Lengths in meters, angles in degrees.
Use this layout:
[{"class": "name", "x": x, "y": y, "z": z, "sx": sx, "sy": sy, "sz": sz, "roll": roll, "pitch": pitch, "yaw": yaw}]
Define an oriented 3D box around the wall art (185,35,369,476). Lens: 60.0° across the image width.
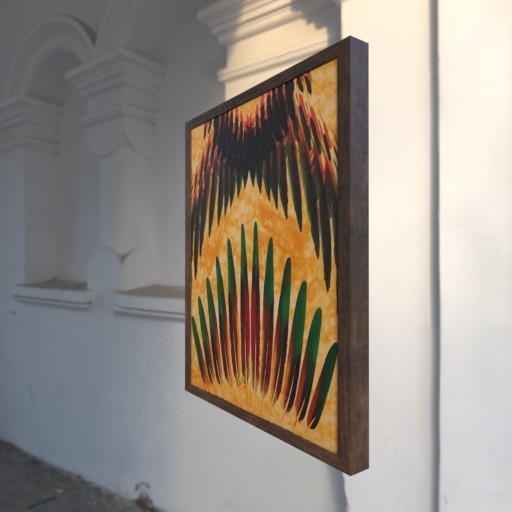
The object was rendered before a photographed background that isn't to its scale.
[{"class": "wall art", "x": 0.000, "y": 0.000, "z": 0.548, "sx": 0.027, "sy": 0.406, "sz": 0.329, "roll": 0, "pitch": 0, "yaw": -36}]
